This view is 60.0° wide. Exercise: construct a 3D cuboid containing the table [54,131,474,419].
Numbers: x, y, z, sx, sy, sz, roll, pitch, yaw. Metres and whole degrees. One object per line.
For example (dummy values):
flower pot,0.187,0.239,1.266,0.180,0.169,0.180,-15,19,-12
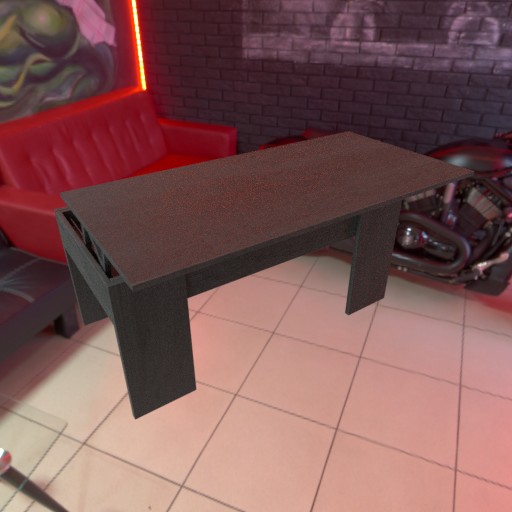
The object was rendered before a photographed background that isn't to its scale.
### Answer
table,0.000,0.000,1.399,1.000,0.570,0.711,-19,36,-29
